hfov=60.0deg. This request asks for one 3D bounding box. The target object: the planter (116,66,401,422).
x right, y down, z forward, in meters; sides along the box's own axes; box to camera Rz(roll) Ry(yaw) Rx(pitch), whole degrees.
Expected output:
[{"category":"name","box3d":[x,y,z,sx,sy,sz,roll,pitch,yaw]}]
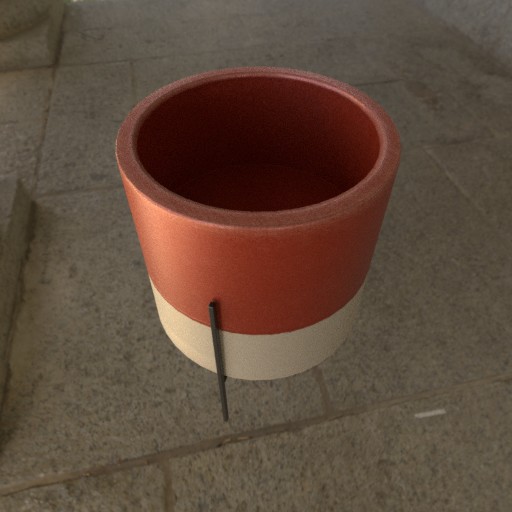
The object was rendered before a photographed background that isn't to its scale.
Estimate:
[{"category":"planter","box3d":[0.000,0.000,0.712,0.345,0.465,0.354,-34,56,-27]}]
